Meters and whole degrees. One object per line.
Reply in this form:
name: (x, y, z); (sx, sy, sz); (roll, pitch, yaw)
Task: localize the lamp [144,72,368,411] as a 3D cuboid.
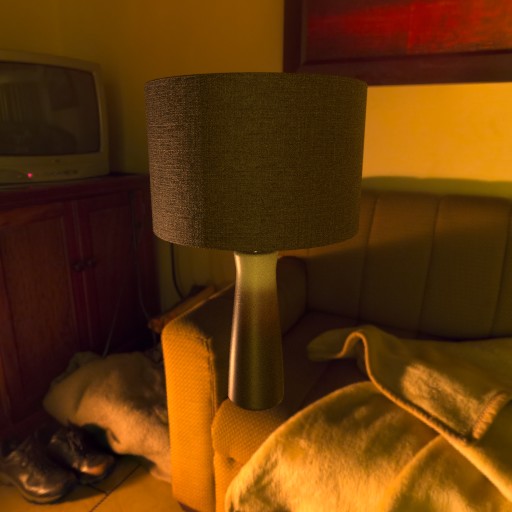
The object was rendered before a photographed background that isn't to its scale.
lamp: (0.000, 0.000, 0.682); (0.303, 0.488, 0.303); (0, 15, 0)
